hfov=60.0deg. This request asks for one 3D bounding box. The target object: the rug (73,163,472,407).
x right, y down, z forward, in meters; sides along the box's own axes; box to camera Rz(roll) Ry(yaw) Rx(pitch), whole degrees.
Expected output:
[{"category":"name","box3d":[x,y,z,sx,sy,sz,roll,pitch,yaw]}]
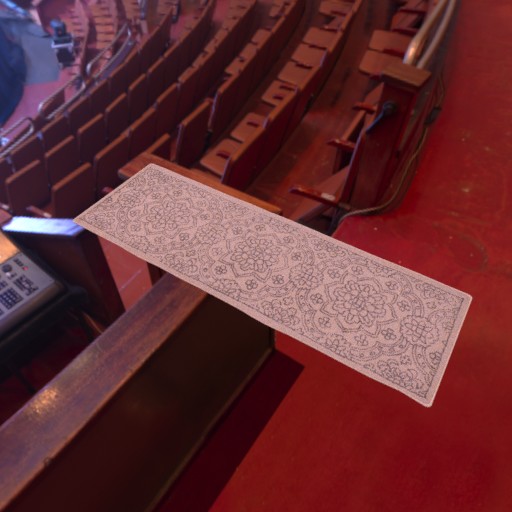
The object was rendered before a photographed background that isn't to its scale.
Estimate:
[{"category":"rug","box3d":[0.000,0.000,2.747,2.431,0.006,0.806,25,51,22]}]
